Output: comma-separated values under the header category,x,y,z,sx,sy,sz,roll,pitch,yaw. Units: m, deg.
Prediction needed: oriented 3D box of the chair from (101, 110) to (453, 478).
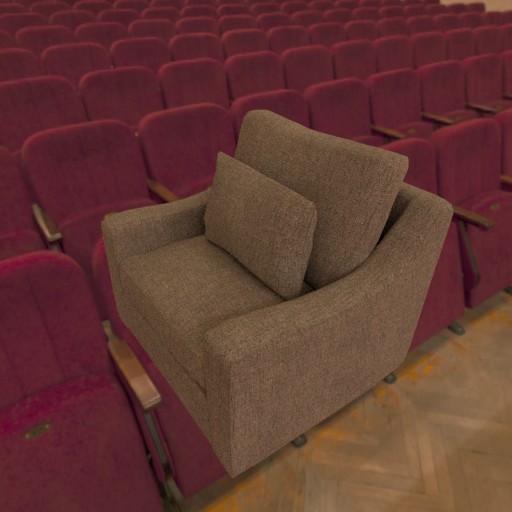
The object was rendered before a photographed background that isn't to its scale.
category,x,y,z,sx,sy,sz,roll,pitch,yaw
chair,0.000,0.000,1.929,1.009,1.037,1.138,-21,38,-29
